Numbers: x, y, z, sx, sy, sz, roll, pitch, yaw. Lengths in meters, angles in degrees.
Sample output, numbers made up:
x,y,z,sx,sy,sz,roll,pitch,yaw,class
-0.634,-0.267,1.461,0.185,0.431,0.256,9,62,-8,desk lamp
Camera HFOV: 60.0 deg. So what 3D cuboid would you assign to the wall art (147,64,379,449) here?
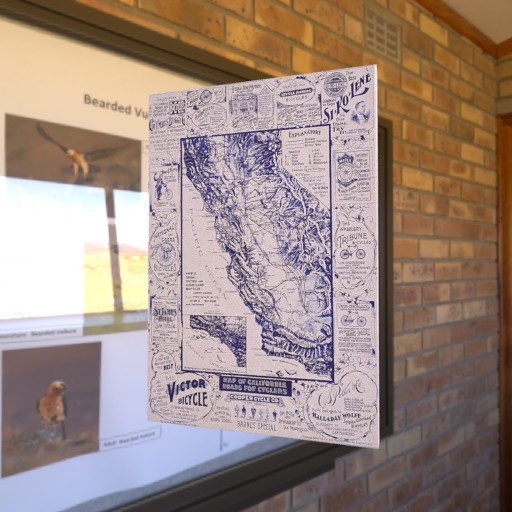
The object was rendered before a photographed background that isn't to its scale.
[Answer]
x,y,z,sx,sy,sz,roll,pitch,yaw,class
0.000,0.000,0.963,0.511,0.753,0.039,0,-1,18,wall art
